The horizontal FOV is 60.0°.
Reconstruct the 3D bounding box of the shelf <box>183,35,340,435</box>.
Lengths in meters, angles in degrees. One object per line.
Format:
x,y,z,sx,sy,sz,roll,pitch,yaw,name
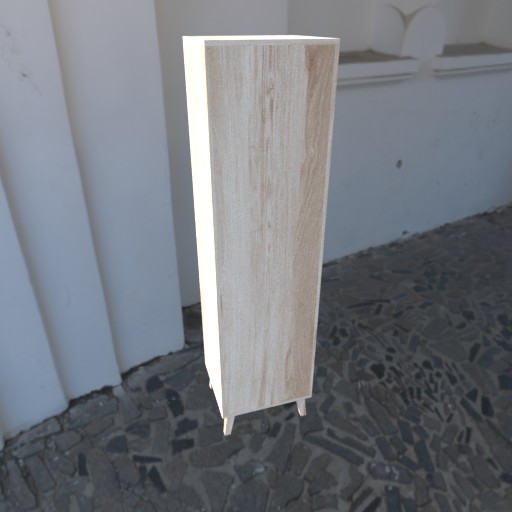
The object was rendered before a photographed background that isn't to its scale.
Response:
0.000,0.000,2.214,0.510,1.960,0.450,-8,29,-15,shelf
